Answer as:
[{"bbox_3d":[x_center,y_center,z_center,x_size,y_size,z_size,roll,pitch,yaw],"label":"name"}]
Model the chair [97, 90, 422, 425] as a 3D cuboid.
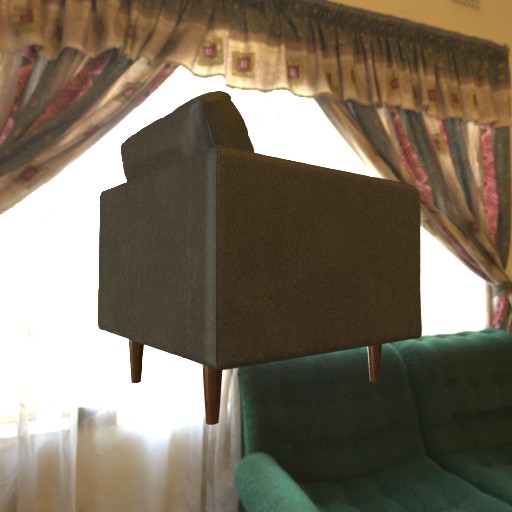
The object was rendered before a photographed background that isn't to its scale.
[{"bbox_3d":[0.000,0.000,1.590,0.879,0.898,0.831,1,-2,-38],"label":"chair"}]
